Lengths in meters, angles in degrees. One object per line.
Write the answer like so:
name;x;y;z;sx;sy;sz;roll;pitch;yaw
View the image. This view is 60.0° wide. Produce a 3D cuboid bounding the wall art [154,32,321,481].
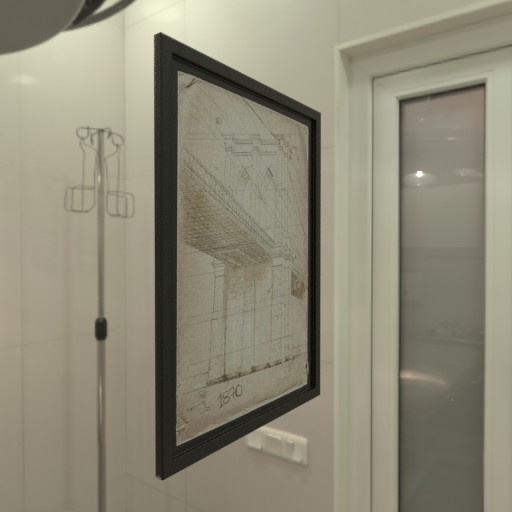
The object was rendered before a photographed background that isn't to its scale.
wall art;0.000;0.000;0.845;0.016;0.657;0.480;1;1;37
